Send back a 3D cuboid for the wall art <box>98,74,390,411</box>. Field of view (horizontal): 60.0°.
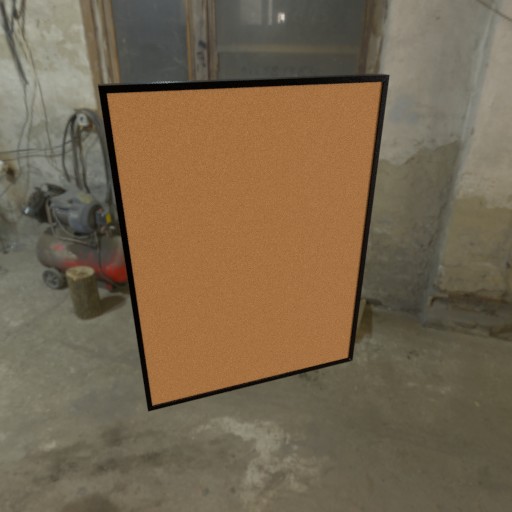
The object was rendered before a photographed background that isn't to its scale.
[{"bbox_3d":[0.000,0.000,1.425,0.805,1.062,0.040,-9,29,-17],"label":"wall art"}]
